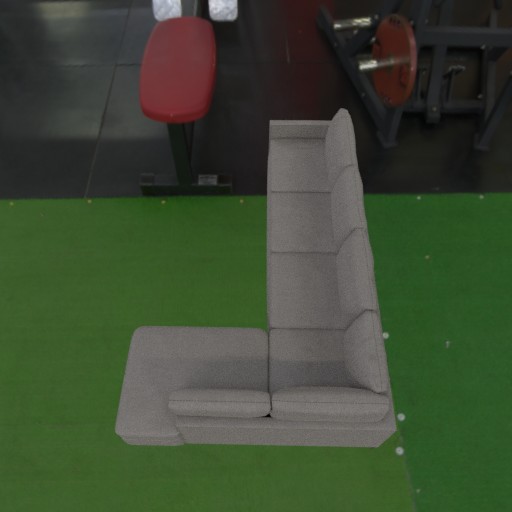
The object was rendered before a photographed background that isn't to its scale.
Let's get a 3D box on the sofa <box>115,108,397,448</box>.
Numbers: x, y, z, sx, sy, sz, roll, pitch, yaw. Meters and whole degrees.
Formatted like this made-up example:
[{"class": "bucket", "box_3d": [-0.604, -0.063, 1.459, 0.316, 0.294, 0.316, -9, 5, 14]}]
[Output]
[{"class": "sofa", "box_3d": [0.000, 0.000, 4.262, 2.077, 0.964, 3.331, 1, 57, 1]}]
